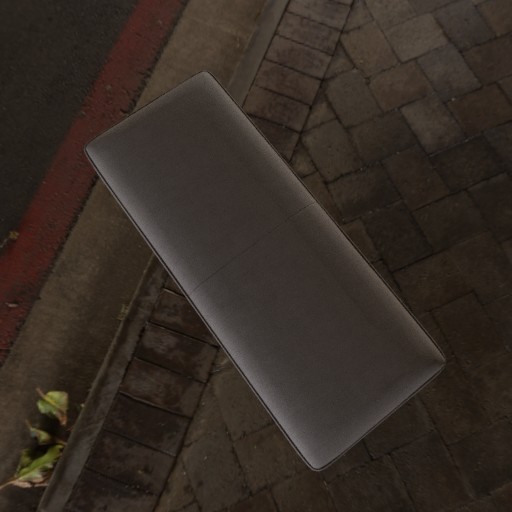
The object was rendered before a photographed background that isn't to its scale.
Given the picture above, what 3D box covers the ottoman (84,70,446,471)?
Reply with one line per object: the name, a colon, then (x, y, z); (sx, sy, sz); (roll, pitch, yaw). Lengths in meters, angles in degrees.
ottoman: (0.000, 0.000, 2.095); (0.751, 0.470, 1.764); (-36, 79, -8)
